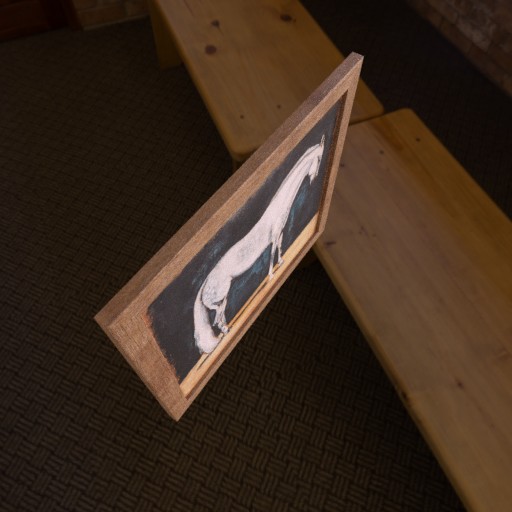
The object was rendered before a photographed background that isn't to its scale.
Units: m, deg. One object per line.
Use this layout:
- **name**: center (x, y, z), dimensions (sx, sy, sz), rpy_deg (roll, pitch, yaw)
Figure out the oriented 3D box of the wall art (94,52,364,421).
- **wall art**: center (0.000, 0.000, 0.967), dimensions (0.026, 0.588, 0.690), rpy_deg (31, 63, 18)
